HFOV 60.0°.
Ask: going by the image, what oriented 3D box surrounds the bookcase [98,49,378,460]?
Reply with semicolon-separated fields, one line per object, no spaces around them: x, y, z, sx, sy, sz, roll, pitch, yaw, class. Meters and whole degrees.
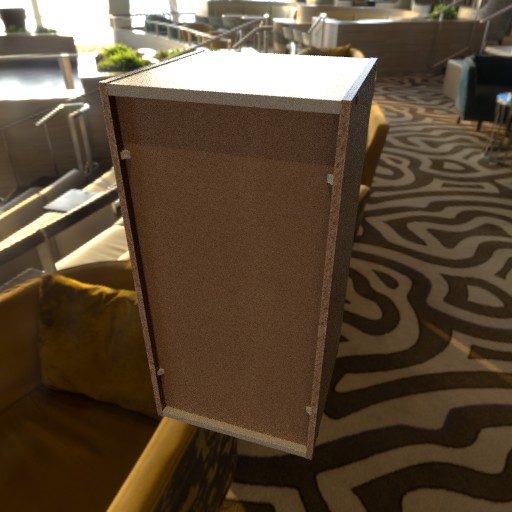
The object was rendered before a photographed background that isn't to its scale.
0.000;0.000;0.760;0.300;0.600;0.290;10;34;15;bookcase
